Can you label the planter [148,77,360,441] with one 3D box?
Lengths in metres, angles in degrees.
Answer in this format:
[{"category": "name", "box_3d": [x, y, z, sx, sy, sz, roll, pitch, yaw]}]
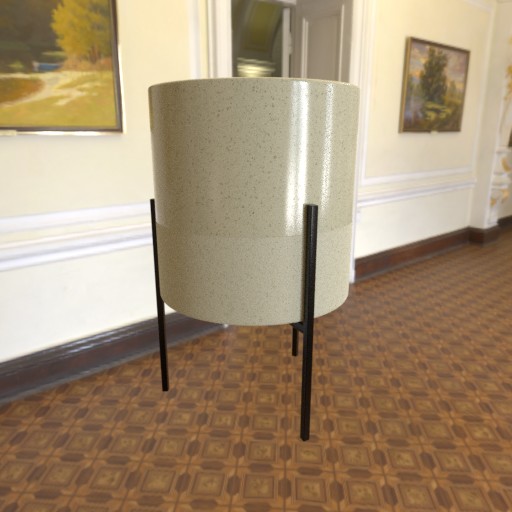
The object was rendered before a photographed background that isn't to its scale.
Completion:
[{"category": "planter", "box_3d": [0.000, 0.000, 0.549, 0.234, 0.390, 0.243, -8, 18, -27]}]
